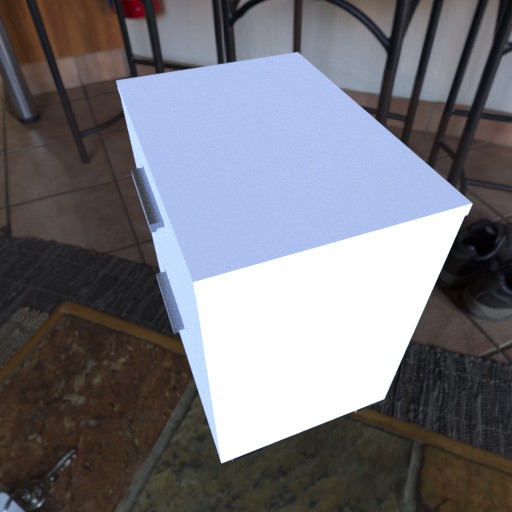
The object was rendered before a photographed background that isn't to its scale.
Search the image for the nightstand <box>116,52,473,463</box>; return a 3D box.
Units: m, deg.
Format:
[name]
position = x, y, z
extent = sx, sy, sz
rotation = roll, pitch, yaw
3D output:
[nightstand]
position = 0.000, 0.000, 0.741
extent = 0.325, 0.460, 0.441
rotation = -15, 48, -15
